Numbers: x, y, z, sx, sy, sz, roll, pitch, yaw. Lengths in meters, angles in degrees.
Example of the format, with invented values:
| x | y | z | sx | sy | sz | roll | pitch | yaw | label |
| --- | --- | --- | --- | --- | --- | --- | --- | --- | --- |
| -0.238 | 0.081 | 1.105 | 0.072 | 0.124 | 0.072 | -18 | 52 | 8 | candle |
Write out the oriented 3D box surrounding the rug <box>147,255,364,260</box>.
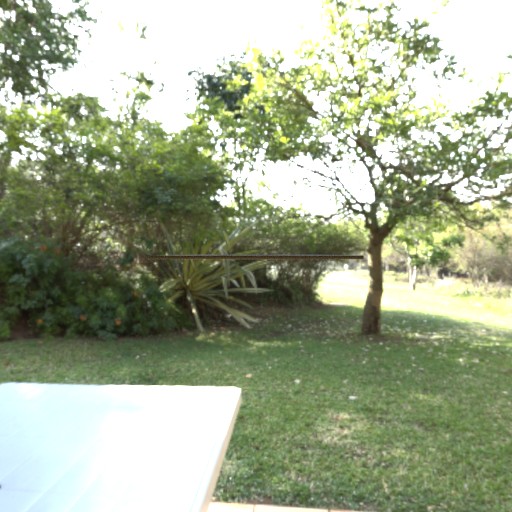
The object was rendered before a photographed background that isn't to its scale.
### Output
| x | y | z | sx | sy | sz | roll | pitch | yaw | label |
| --- | --- | --- | --- | --- | --- | --- | --- | --- | --- |
| 0.000 | 0.000 | 2.491 | 0.661 | 0.013 | 2.297 | 0 | 0 | 0 | rug |
